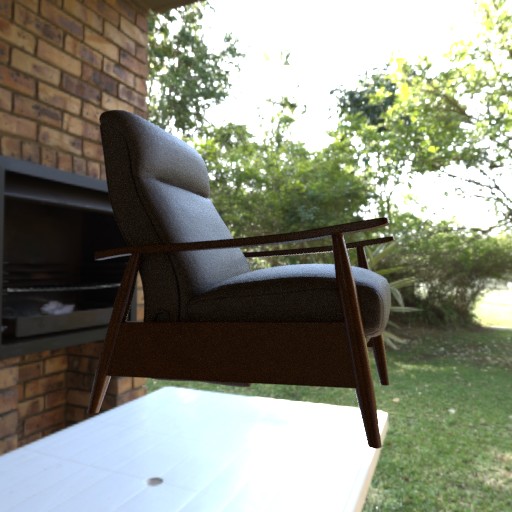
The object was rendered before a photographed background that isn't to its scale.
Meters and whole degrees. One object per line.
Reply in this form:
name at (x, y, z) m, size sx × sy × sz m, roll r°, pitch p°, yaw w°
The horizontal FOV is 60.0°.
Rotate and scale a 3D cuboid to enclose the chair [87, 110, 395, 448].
chair at (0.000, 0.000, 1.718) m, size 1.014 × 1.081 × 0.762 m, roll -1°, pitch -2°, yaw 18°
